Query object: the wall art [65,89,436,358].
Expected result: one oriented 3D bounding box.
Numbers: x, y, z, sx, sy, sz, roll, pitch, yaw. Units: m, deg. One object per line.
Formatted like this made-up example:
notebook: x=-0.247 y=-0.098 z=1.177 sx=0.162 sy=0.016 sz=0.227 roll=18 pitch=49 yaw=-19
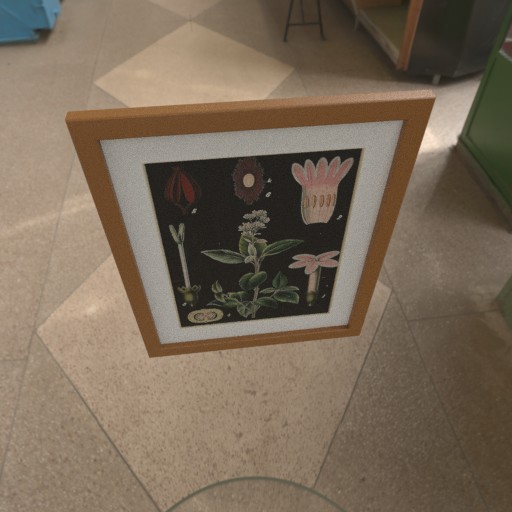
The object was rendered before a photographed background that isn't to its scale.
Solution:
wall art: x=0.000 y=0.000 z=0.741 sx=0.449 sy=0.550 sz=0.021 roll=-5 pitch=48 yaw=-5
